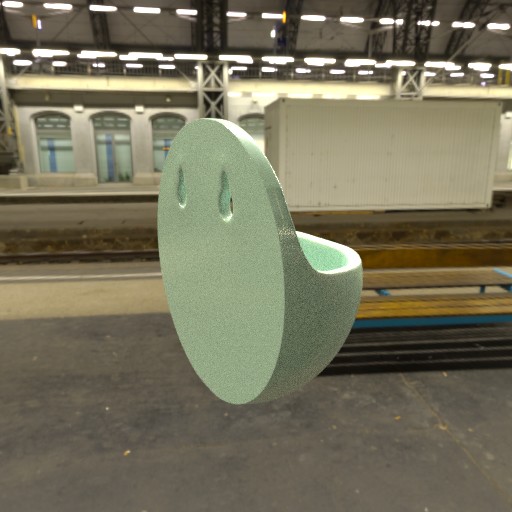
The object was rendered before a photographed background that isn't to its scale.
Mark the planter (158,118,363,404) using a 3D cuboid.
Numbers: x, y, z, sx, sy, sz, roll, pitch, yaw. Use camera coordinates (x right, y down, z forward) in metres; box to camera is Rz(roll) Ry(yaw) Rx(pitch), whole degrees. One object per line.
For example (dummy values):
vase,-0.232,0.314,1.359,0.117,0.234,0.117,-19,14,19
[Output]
planter,0.000,0.000,0.280,0.073,0.164,0.189,-7,15,-29
